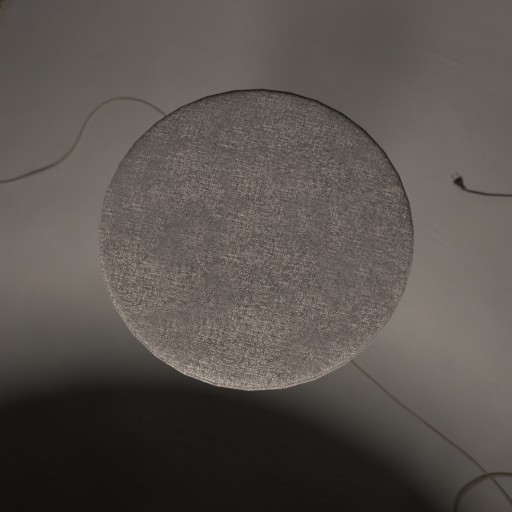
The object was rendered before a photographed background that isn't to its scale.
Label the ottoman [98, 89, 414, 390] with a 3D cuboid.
[{"bbox_3d":[0.000,0.000,0.876,0.500,0.419,0.500,0,75,0],"label":"ottoman"}]
